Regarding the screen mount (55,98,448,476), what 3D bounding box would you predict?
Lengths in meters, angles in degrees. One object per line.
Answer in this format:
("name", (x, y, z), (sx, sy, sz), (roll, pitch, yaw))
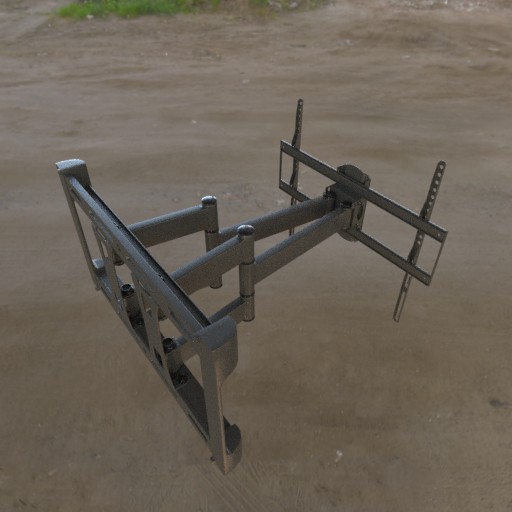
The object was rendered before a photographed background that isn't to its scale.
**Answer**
("screen mount", (0.000, 0.000, 0.921), (0.556, 0.424, 0.571), (-25, 46, -27))
